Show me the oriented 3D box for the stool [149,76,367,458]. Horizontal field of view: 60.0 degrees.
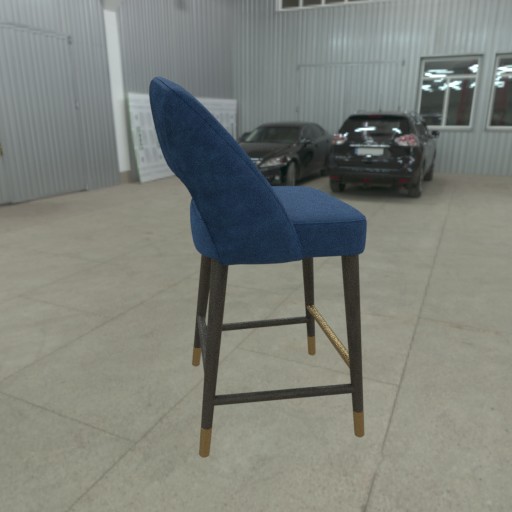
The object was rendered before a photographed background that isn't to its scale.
[{"bbox_3d":[0.000,0.000,1.243,0.524,0.925,0.536,-3,18,-10],"label":"stool"}]
